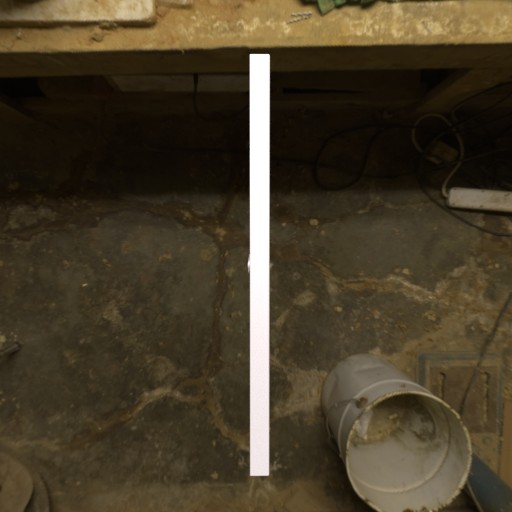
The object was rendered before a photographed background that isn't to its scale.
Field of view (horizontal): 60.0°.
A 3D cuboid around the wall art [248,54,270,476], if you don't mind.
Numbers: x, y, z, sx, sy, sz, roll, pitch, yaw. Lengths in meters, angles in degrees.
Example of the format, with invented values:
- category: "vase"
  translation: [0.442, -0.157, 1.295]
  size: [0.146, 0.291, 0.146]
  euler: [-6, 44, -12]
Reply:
- category: "wall art"
  translation: [0.000, 0.000, 1.370]
  size: [0.042, 1.056, 0.805]
  euler: [0, 93, -1]
